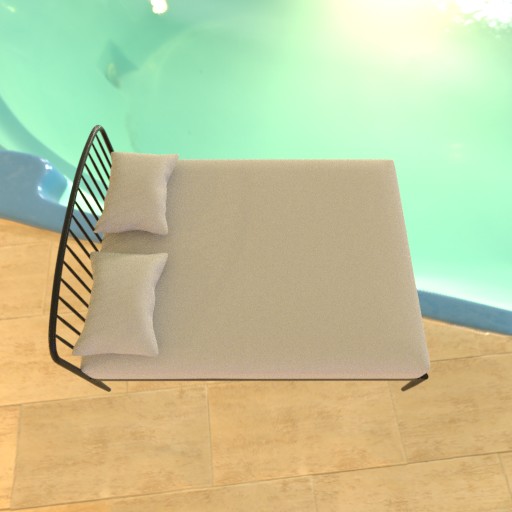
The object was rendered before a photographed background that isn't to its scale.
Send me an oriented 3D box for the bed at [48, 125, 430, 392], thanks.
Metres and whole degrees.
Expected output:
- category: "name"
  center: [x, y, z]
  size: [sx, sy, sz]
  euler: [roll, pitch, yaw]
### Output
- category: "bed"
  center: [0.000, 0.000, 3.024]
  size: [2.159, 1.166, 1.618]
  euler: [0, 63, 0]
